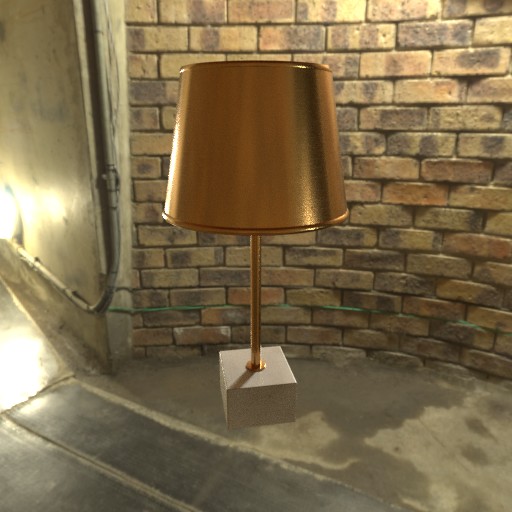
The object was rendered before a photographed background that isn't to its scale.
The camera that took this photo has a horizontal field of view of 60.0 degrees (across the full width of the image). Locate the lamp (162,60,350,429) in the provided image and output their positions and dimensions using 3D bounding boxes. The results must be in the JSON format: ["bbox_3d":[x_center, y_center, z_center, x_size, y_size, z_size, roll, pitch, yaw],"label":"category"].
[{"bbox_3d":[0.000,0.000,0.520,0.208,0.406,0.208,0,18,0],"label":"lamp"}]
